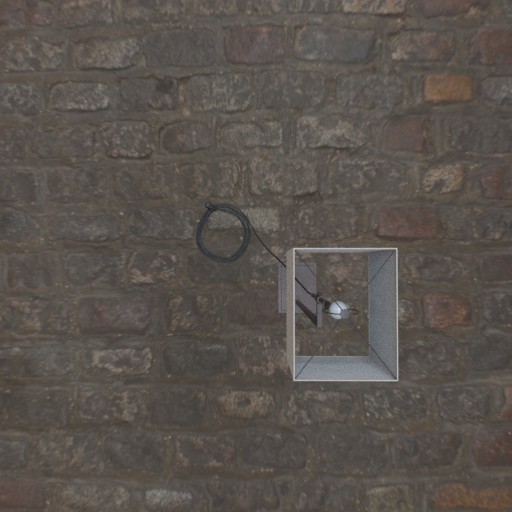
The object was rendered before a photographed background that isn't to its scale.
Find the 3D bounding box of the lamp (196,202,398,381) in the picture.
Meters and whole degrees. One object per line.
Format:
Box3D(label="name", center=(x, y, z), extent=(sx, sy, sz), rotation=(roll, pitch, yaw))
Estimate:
Box3D(label="lamp", center=(0.000, 0.000, 1.988), extent=(0.774, 1.600, 0.698), rotation=(0, 89, 1))
